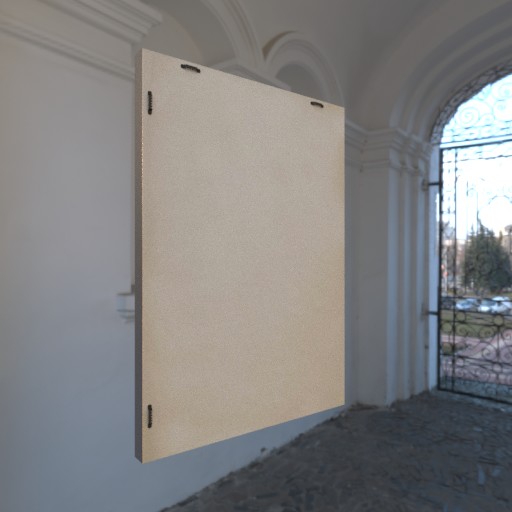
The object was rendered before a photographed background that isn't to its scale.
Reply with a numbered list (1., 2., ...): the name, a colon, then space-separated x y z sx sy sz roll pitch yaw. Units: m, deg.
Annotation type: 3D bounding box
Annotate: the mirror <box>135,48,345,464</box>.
1. mirror: 0.000 0.000 0.920 0.507 0.710 0.040 0 0 -37
